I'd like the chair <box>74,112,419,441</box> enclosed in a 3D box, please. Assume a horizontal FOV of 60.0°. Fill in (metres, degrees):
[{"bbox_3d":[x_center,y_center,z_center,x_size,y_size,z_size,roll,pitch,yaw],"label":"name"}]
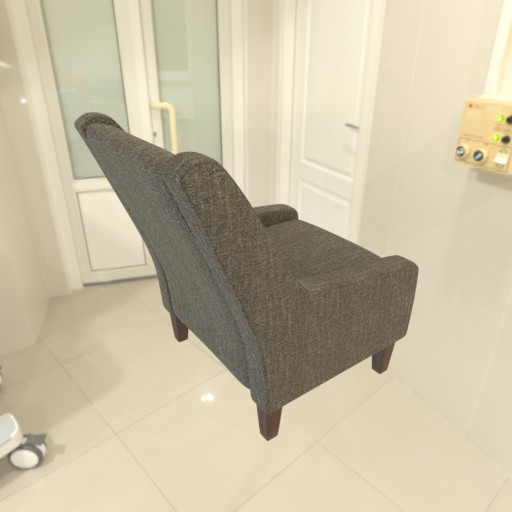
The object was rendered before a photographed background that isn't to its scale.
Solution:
[{"bbox_3d":[0.000,0.000,1.647,0.944,1.012,0.793,-18,32,-31],"label":"chair"}]
